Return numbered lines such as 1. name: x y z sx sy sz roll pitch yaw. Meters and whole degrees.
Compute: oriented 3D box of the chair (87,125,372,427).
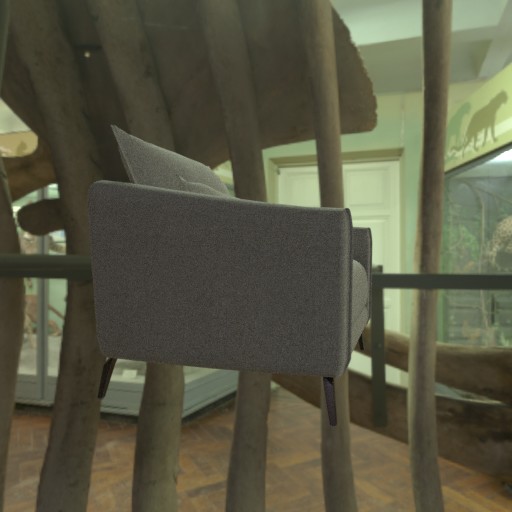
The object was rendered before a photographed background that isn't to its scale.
1. chair: 0.000 0.000 1.667 0.801 0.856 1.029 0 0 18
